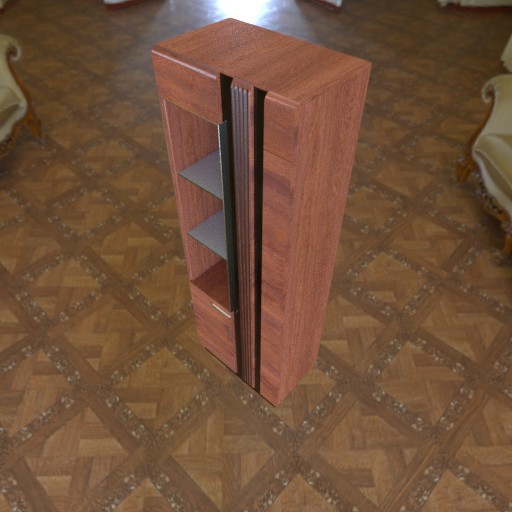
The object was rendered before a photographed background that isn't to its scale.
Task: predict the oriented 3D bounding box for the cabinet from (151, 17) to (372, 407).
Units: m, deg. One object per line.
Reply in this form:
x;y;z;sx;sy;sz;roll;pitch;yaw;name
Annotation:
0.000;0.000;2.229;0.660;1.980;0.420;33;54;28;cabinet
